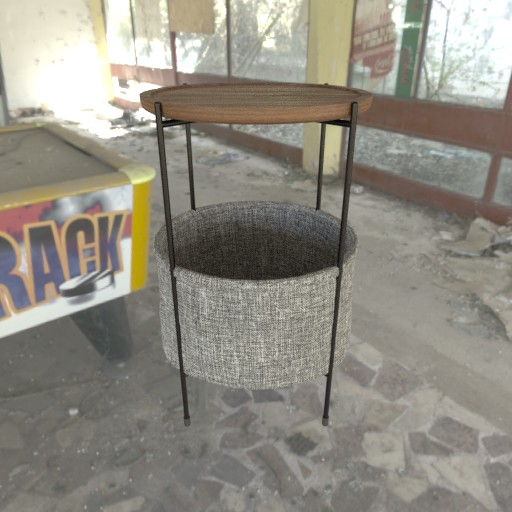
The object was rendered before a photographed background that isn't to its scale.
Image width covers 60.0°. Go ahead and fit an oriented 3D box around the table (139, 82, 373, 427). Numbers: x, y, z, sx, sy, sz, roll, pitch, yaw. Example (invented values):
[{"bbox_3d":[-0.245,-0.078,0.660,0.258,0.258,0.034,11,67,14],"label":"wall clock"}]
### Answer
[{"bbox_3d":[0.000,0.000,0.888,0.400,0.623,0.400,0,26,0],"label":"table"}]
